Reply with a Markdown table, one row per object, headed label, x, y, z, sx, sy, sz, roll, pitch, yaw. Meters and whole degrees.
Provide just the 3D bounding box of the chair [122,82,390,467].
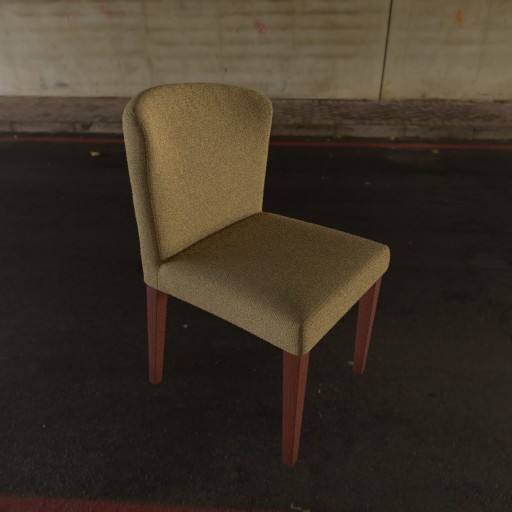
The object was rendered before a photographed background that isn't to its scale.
| label | x | y | z | sx | sy | sz | roll | pitch | yaw |
| --- | --- | --- | --- | --- | --- | --- | --- | --- | --- |
| chair | 0.000 | 0.000 | 1.201 | 0.589 | 0.839 | 0.491 | 19 | 33 | 32 |
